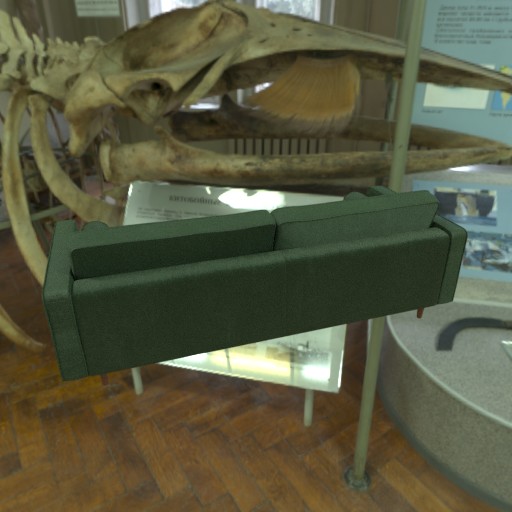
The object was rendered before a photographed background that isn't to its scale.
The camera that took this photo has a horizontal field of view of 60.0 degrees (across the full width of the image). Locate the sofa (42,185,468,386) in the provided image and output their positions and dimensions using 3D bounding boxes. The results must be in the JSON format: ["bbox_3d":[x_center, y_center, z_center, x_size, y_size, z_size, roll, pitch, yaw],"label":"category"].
[{"bbox_3d":[0.000,0.000,2.613,2.199,0.769,0.918,-8,28,-16],"label":"sofa"}]
